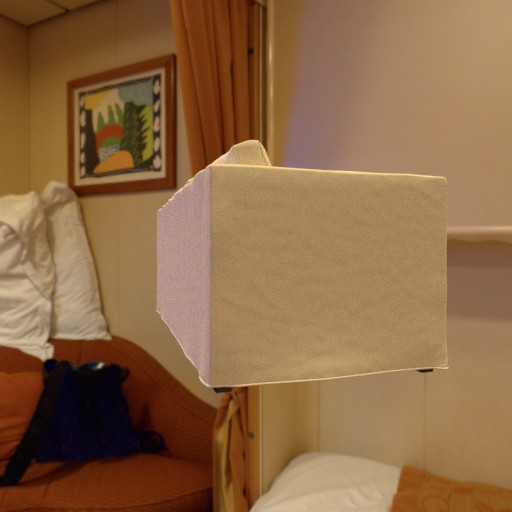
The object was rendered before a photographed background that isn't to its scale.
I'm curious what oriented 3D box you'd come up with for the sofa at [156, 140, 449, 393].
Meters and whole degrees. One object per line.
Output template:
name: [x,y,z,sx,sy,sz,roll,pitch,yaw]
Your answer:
sofa: [0.000,0.000,2.461,0.940,0.870,1.987,0,1,-17]
